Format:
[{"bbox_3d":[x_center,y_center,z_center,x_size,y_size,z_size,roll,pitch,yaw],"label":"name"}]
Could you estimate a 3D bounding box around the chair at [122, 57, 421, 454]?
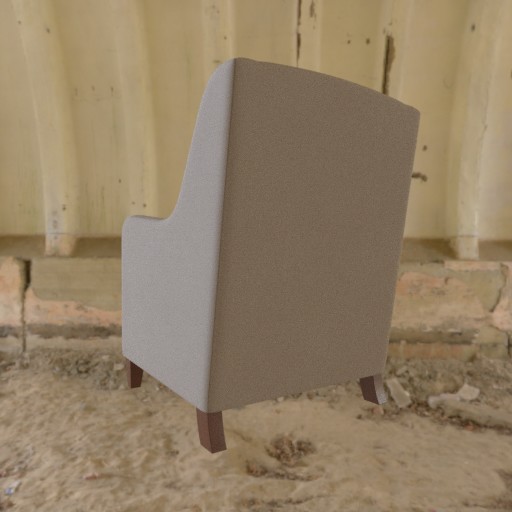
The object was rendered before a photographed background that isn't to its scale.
[{"bbox_3d":[0.000,0.000,1.578,0.715,1.010,0.863,0,1,-34],"label":"chair"}]
